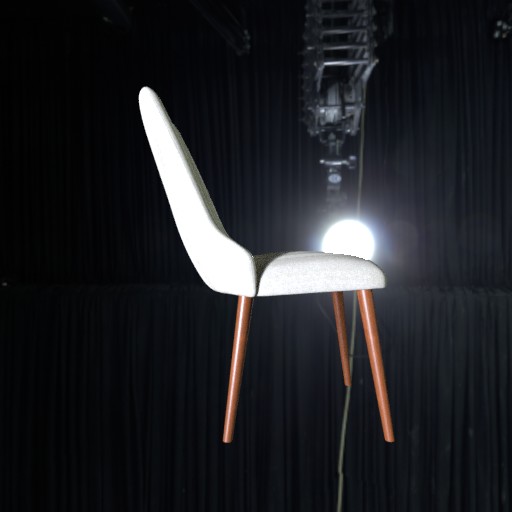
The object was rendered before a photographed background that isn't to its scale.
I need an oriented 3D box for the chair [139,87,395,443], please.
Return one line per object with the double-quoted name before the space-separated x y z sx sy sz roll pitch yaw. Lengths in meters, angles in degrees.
"chair" 0.000 0.000 1.339 0.684 0.917 0.526 0 0 -1
